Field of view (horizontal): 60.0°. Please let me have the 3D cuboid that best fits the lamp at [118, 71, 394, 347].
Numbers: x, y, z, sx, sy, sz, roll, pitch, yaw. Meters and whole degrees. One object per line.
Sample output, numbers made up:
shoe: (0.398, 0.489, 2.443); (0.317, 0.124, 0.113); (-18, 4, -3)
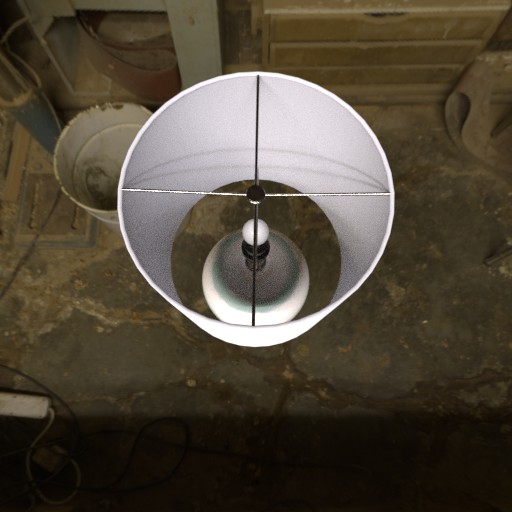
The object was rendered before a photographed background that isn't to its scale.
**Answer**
lamp: (0.000, 0.000, 0.542); (0.217, 0.404, 0.217); (1, 75, 0)
